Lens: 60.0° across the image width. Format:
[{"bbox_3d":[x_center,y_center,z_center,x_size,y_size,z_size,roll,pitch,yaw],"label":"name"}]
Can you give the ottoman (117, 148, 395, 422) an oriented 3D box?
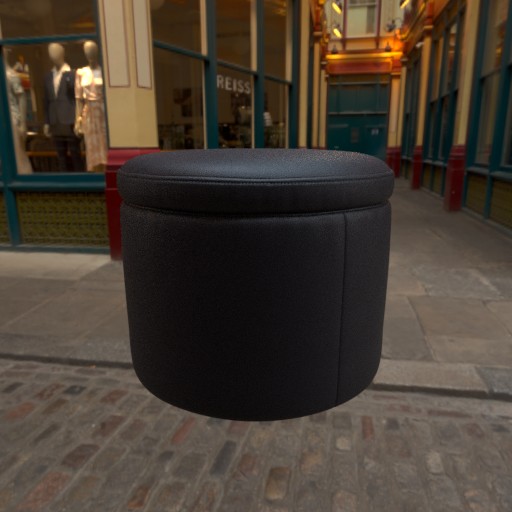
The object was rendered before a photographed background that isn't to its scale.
[{"bbox_3d":[0.000,0.000,0.871,0.501,0.409,0.501,0,15,0],"label":"ottoman"}]
